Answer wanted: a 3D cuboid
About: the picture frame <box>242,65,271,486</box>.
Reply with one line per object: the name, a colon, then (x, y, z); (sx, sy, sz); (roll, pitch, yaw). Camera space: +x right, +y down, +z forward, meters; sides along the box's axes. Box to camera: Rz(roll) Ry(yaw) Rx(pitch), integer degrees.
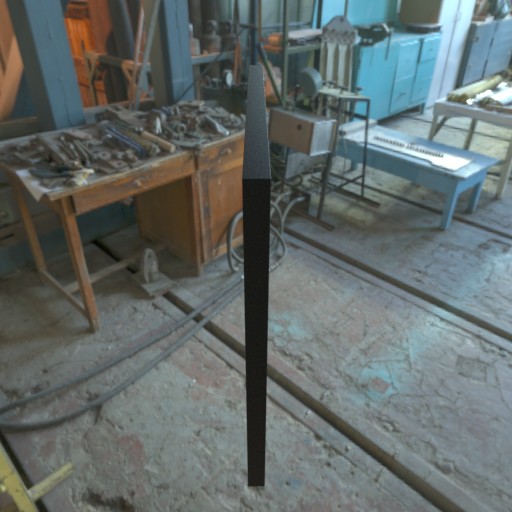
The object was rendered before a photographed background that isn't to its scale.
picture frame: (0.000, 0.000, 0.821); (0.029, 0.557, 0.559); (0, 34, 0)
